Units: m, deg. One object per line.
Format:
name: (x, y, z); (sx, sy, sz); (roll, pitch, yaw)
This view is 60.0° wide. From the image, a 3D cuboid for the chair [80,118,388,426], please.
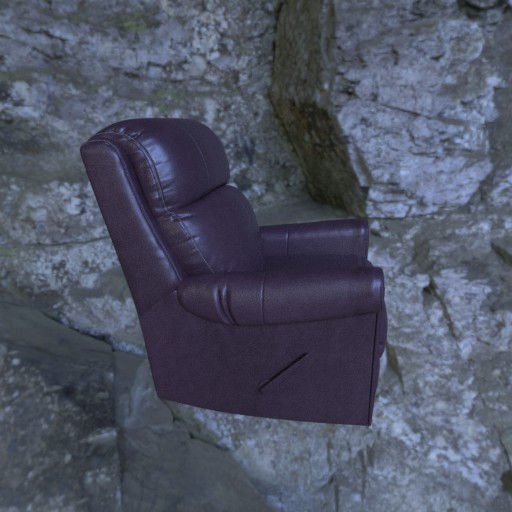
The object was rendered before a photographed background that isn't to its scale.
chair: (0.000, 0.000, 1.773); (1.014, 1.054, 0.838); (3, 17, 10)
